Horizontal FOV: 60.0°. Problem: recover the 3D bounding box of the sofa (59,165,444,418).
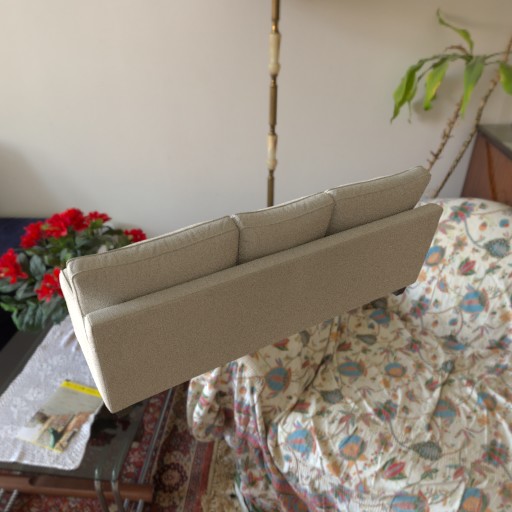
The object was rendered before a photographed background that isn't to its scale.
[{"bbox_3d":[0.000,0.000,2.907,2.323,0.991,1.016,-18,36,-26],"label":"sofa"}]
